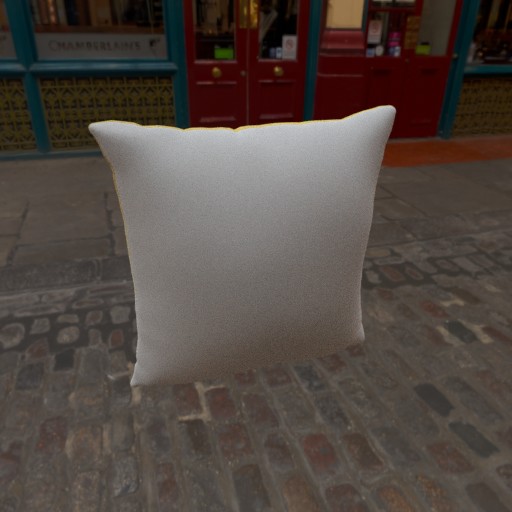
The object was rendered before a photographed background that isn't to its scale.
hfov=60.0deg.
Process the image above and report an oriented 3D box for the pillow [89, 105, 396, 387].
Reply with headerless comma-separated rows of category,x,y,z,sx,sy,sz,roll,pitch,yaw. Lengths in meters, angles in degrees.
pillow,0.000,0.000,0.722,0.450,0.450,0.211,-8,28,-15
